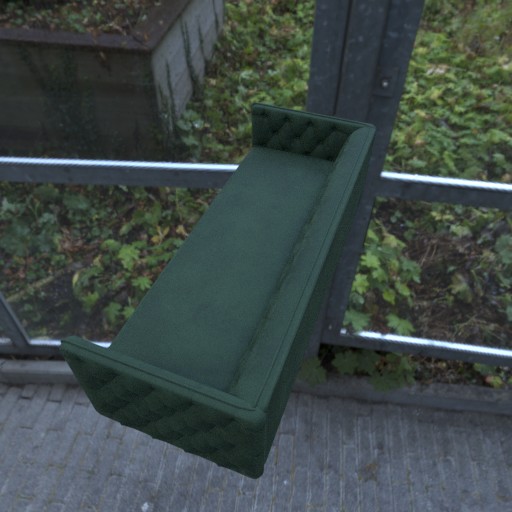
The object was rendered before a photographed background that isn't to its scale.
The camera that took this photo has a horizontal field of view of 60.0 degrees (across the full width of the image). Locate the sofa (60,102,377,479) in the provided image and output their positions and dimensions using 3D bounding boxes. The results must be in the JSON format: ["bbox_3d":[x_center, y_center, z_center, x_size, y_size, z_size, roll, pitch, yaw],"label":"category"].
[{"bbox_3d":[0.000,0.000,2.615,0.895,0.771,2.209,16,49,15],"label":"sofa"}]
